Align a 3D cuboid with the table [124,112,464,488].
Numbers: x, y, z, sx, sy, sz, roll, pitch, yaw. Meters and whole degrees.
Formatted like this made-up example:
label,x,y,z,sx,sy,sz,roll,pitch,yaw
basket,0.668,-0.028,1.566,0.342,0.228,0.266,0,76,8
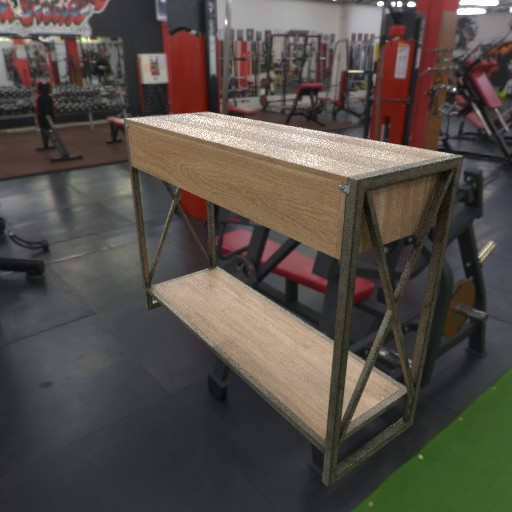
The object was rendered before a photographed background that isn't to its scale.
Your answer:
label,x,y,z,sx,sy,sz,roll,pitch,yaw
table,0.000,0.000,1.405,0.361,0.763,1.059,-17,29,-33
